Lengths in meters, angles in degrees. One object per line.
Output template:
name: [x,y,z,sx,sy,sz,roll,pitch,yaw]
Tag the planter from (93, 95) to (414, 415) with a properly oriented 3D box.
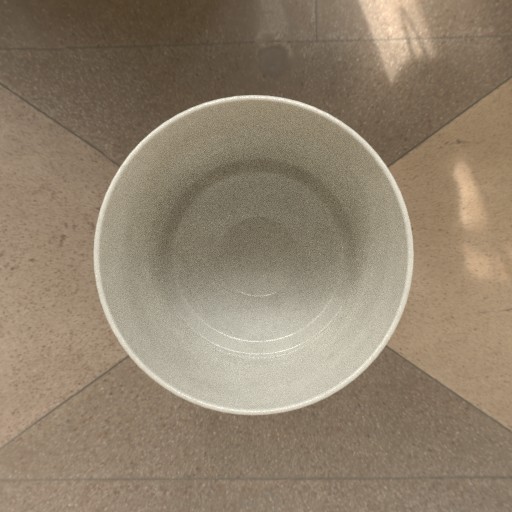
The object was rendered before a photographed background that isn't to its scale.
planter: [0.000,0.000,0.352,0.190,0.181,0.190,0,90,1]
